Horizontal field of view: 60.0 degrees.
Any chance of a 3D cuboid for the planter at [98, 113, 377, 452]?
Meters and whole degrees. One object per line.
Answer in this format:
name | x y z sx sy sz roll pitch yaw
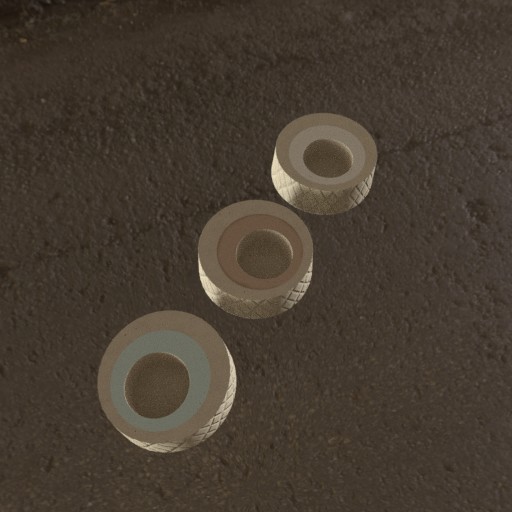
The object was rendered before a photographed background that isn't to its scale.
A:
planter | 0.000 0.000 0.430 0.114 0.038 0.390 29 66 15
